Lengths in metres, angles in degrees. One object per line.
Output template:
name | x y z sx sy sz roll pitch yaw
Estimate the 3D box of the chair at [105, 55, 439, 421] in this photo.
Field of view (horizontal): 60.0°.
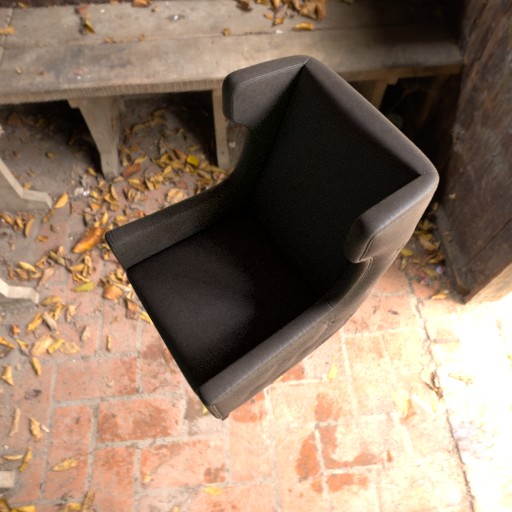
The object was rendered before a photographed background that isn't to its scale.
chair | 0.000 0.000 1.666 0.899 1.079 0.769 -31 67 -15
